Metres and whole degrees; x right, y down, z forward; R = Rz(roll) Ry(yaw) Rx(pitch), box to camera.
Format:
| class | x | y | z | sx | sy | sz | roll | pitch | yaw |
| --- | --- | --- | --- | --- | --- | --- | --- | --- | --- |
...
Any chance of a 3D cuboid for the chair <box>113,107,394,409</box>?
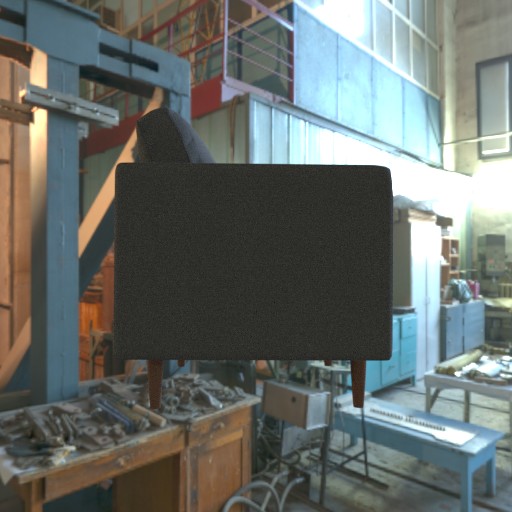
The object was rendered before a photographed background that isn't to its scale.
| class | x | y | z | sx | sy | sz | roll | pitch | yaw |
| --- | --- | --- | --- | --- | --- | --- | --- | --- | --- |
| chair | 0.000 | 0.000 | 1.620 | 0.800 | 0.927 | 0.854 | 0 | 0 | -1 |
